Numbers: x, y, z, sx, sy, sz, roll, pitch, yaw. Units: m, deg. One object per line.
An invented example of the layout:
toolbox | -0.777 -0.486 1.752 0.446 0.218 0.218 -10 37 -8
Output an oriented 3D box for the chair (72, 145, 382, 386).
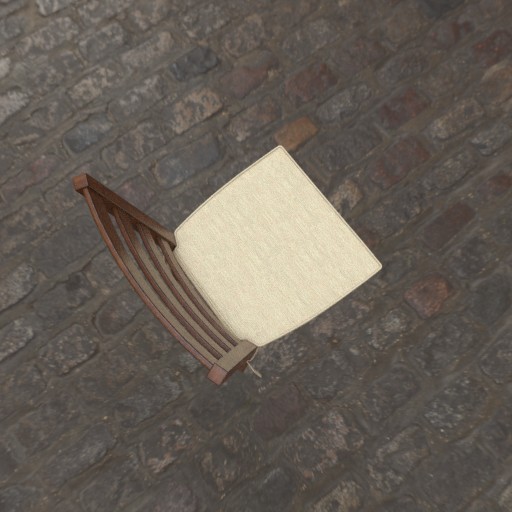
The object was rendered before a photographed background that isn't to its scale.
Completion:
chair | 0.000 0.000 1.347 0.595 0.979 0.593 -36 78 -9
